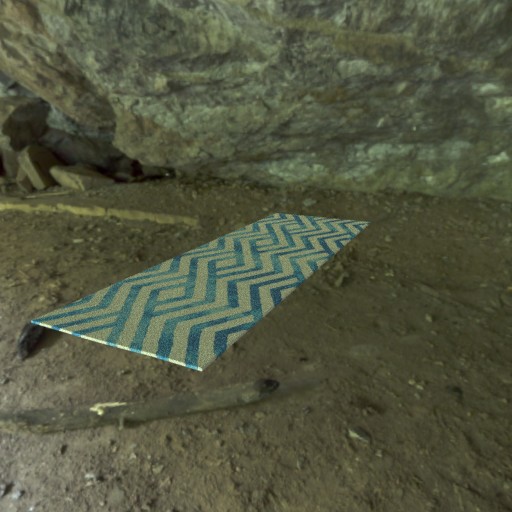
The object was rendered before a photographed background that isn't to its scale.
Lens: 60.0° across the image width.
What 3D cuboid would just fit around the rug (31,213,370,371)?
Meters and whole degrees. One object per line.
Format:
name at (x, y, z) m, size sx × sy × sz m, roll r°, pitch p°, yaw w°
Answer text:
rug at (0.000, 0.000, 1.625) m, size 0.503 × 0.007 × 1.492 m, roll 8°, pitch 19°, yaw 25°
